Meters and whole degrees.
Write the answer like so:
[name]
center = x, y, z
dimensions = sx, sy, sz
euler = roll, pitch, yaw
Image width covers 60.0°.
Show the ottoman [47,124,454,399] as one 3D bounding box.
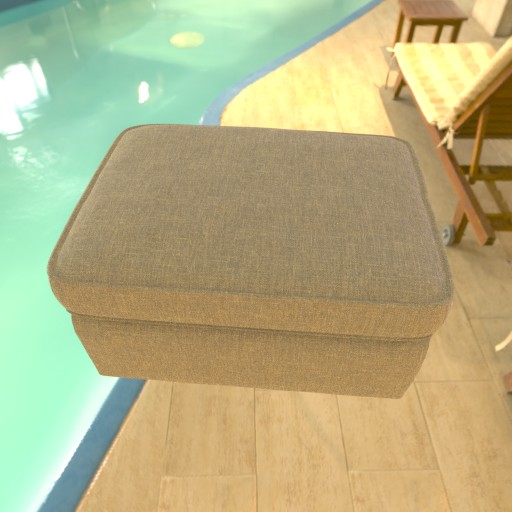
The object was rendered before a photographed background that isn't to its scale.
[ottoman]
center = 0.000, 0.000, 1.095
dimensions = 0.762, 0.457, 0.559
euler = 3, 47, 3
